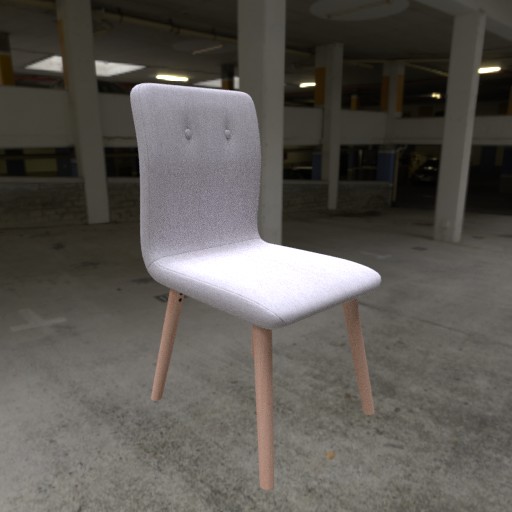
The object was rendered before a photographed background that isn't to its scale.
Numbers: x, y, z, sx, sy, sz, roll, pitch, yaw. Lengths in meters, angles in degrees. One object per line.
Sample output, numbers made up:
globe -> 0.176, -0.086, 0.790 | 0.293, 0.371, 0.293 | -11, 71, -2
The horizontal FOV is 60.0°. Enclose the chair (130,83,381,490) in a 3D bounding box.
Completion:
chair -> 0.000, 0.000, 1.187 | 0.435, 0.885, 0.550 | -13, 20, -41
